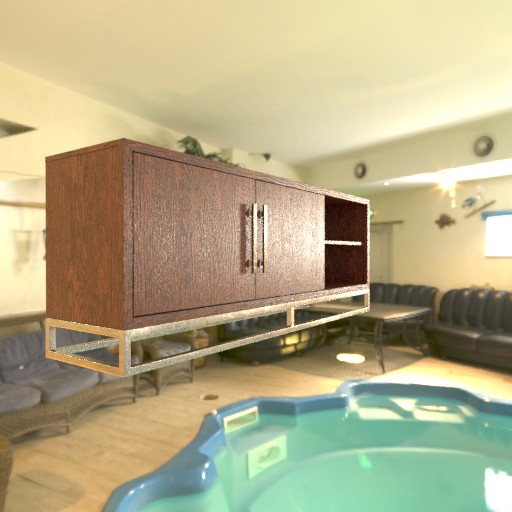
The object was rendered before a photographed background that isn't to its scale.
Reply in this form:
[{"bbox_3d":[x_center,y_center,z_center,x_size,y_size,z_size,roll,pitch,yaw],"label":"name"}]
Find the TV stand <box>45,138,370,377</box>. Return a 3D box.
[{"bbox_3d":[0.000,0.000,1.789,0.382,0.578,1.541,0,0,36],"label":"TV stand"}]
